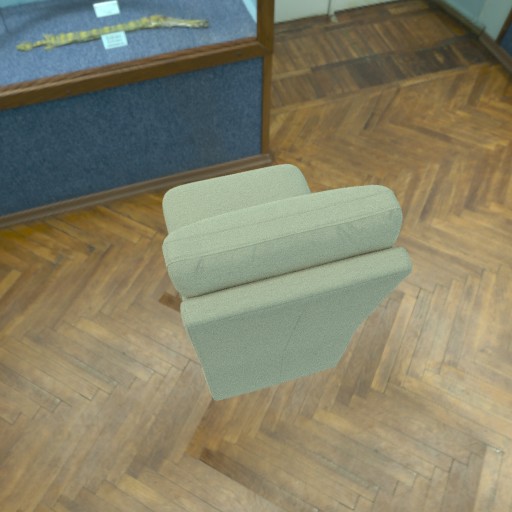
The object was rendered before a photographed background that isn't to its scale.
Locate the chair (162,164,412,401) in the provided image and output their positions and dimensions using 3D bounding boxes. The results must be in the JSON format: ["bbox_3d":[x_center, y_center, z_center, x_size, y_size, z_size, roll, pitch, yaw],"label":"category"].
[{"bbox_3d":[0.000,0.000,1.366,0.503,0.927,0.698,-14,60,-8],"label":"chair"}]
